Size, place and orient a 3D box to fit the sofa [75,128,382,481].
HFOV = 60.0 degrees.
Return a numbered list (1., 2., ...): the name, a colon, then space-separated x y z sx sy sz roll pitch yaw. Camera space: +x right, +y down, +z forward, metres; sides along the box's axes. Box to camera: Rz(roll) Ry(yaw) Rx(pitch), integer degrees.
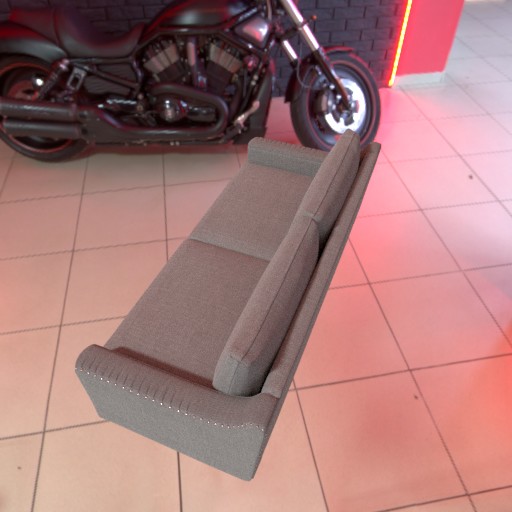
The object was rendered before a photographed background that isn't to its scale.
1. sofa: 0.000 0.000 2.708 1.000 0.857 2.208 17 48 16
